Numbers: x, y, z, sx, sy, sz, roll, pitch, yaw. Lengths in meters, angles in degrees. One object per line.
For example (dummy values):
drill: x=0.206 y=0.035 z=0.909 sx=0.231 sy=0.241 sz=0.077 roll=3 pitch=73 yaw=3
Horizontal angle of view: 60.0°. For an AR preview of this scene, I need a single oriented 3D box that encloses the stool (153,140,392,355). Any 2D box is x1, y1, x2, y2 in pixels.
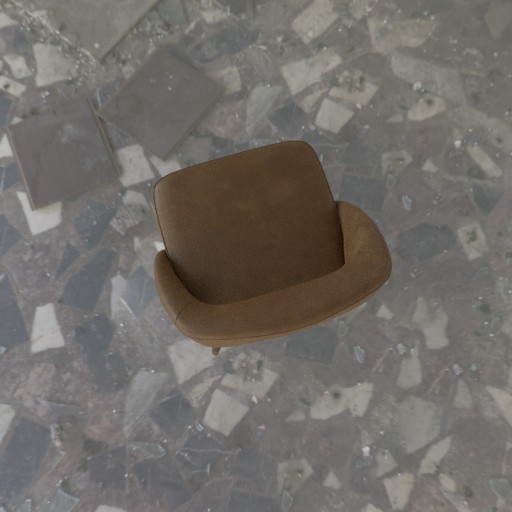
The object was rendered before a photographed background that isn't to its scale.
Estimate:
stool: x=0.000 y=0.000 z=1.236 sx=0.494 sy=0.940 sz=0.509 roll=-16 pitch=76 yaw=-4
